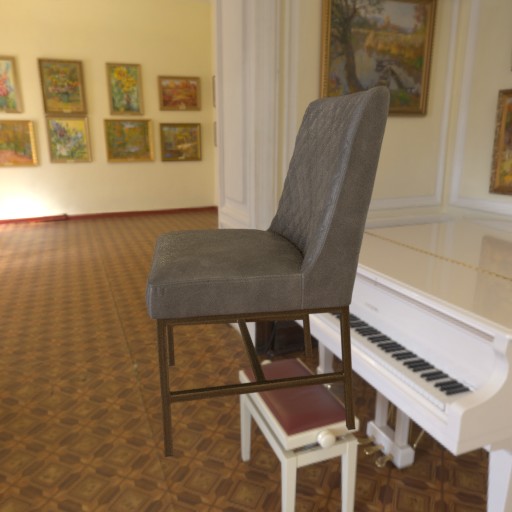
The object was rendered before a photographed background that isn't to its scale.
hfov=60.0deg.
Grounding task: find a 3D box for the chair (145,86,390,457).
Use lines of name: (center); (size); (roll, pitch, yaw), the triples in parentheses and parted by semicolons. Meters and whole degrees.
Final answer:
chair: (0.000, 0.000, 1.262); (0.587, 0.889, 0.508); (-3, 15, -9)
